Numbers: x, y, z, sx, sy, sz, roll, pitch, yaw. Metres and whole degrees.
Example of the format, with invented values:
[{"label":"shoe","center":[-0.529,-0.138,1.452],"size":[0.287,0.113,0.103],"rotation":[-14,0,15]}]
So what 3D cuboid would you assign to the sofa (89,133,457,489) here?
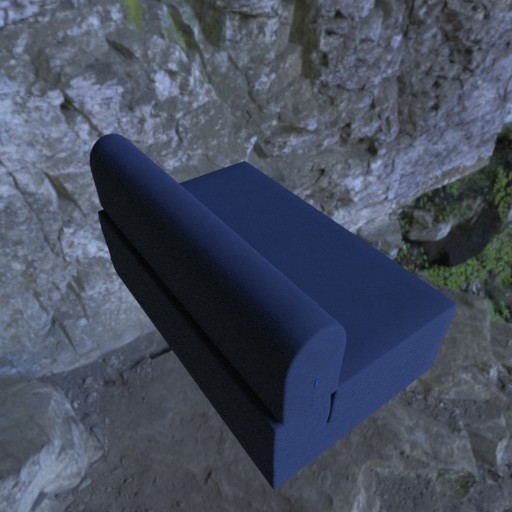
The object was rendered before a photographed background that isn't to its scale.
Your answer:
[{"label":"sofa","center":[0.000,0.000,1.647],"size":[0.762,0.660,1.219],"rotation":[-25,46,-27]}]
